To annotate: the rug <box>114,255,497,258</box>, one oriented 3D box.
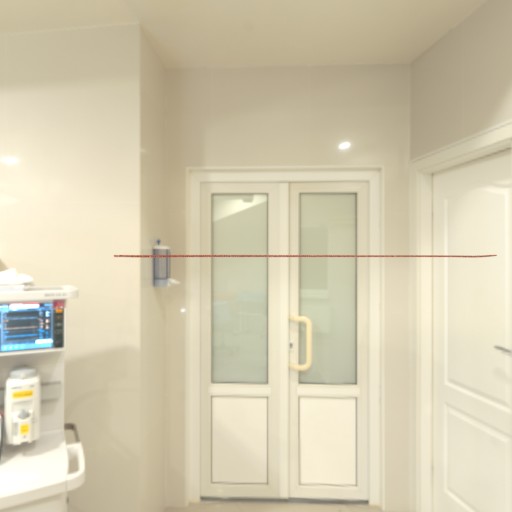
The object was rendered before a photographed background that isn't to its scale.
[{"bbox_3d":[0.000,0.000,4.112,2.489,0.030,3.086,0,0,-18],"label":"rug"}]
